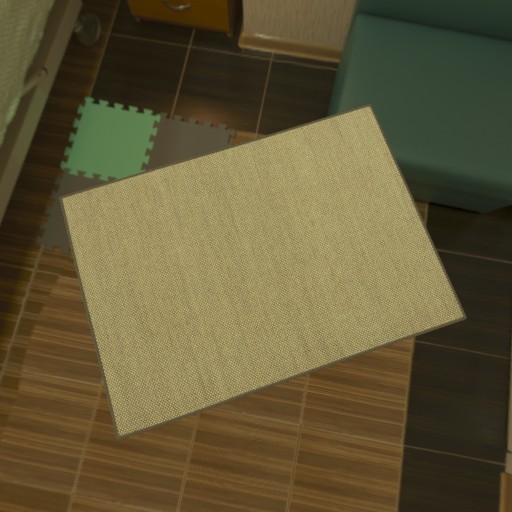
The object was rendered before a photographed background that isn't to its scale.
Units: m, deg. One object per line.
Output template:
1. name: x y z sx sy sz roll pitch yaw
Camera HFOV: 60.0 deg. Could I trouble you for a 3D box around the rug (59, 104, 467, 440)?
1. rug: 0.000 0.000 2.717 2.133 0.012 1.523 -18 76 -5
